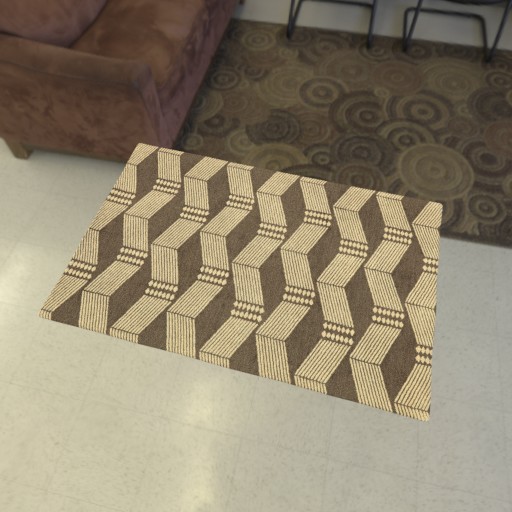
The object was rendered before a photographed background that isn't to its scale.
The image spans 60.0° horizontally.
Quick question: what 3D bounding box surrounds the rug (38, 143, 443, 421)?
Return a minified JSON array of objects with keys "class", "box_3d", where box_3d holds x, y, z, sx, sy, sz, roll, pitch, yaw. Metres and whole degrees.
[{"class":"rug","box_3d":[0.000,0.000,2.295,1.833,0.016,1.210,13,59,8]}]
